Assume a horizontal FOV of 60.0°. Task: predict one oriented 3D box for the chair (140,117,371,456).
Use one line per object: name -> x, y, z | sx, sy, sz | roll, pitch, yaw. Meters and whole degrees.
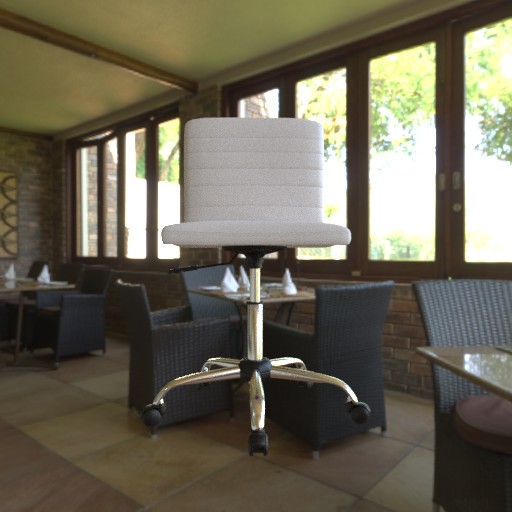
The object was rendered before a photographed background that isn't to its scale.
chair -> 0.000, 0.000, 1.042 | 0.520, 0.750, 0.455 | 0, 1, -1
